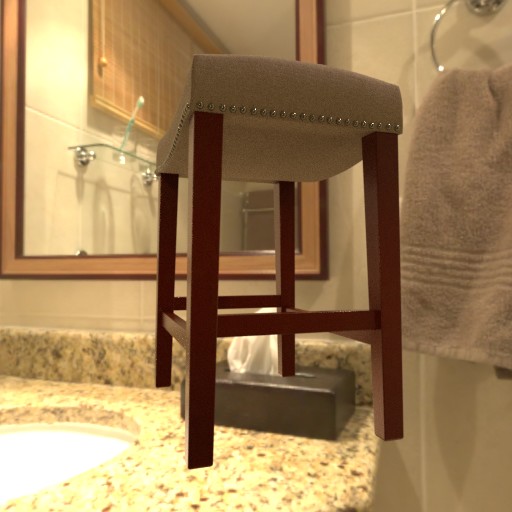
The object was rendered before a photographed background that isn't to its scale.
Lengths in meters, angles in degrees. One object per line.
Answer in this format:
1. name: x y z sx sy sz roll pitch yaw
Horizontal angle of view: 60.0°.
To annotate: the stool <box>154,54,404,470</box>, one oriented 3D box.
1. stool: 0.000 0.000 0.931 0.375 0.632 0.509 1 -2 -18
